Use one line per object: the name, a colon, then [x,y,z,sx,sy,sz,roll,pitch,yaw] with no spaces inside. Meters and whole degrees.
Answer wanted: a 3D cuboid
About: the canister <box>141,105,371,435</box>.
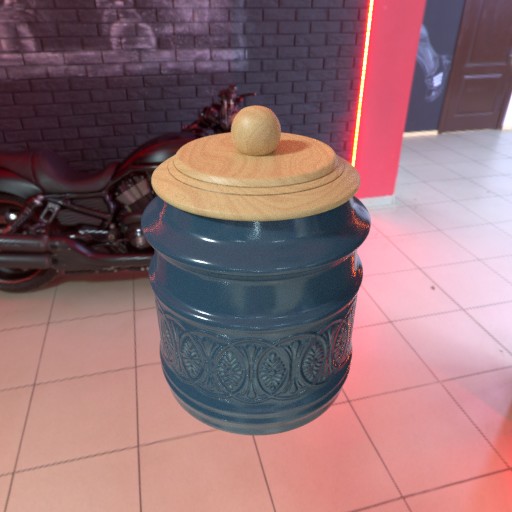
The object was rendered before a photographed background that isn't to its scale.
canister: [0.000,0.000,0.270,0.130,0.176,0.130,0,30,0]
